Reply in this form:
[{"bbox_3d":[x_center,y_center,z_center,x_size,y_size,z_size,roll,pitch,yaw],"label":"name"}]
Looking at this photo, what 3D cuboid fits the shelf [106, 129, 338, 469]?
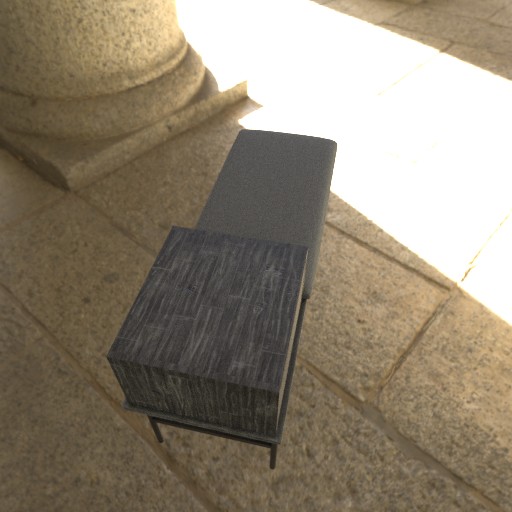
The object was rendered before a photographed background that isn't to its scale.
[{"bbox_3d":[0.000,0.000,1.635,0.457,0.633,1.342,9,48,8],"label":"shelf"}]
